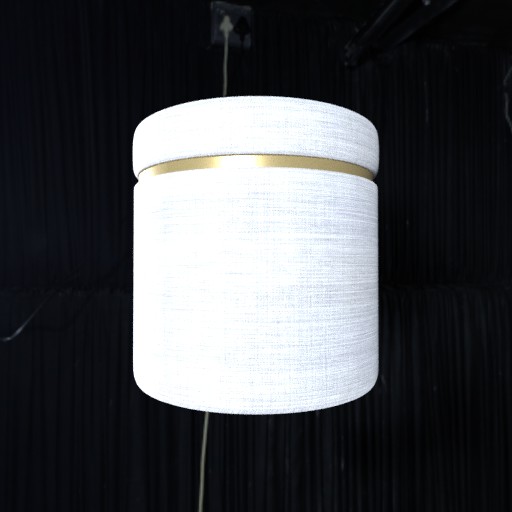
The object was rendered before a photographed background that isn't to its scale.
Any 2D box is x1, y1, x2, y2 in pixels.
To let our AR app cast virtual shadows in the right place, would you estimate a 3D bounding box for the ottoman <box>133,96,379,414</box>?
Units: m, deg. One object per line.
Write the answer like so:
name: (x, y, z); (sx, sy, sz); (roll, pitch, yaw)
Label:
ottoman: (0.000, 0.000, 0.746); (0.400, 0.406, 0.400); (0, -1, 0)
